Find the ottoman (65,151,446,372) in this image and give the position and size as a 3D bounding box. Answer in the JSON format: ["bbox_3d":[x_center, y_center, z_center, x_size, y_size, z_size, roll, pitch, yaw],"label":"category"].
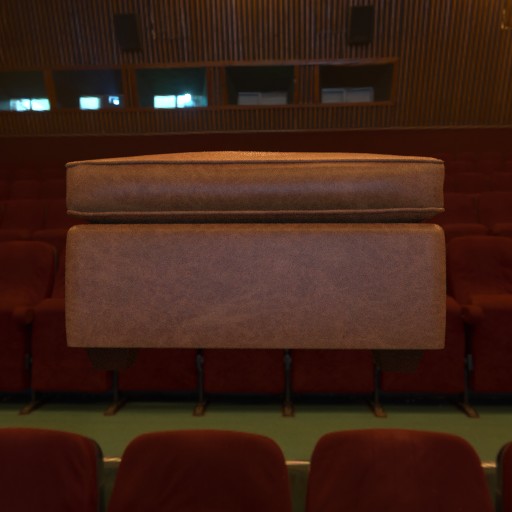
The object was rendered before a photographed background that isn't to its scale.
[{"bbox_3d":[0.000,0.000,1.113,0.756,0.468,0.554,0,-1,2],"label":"ottoman"}]
